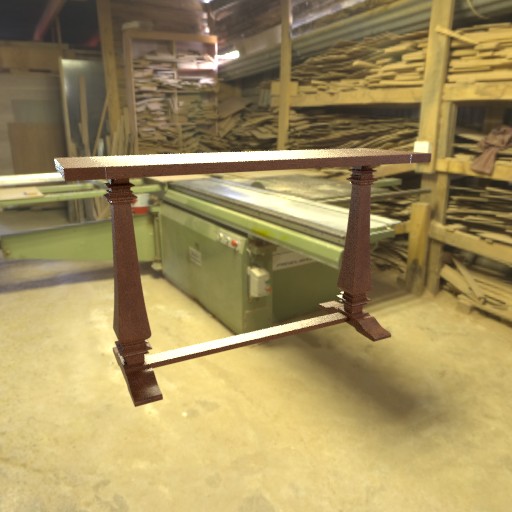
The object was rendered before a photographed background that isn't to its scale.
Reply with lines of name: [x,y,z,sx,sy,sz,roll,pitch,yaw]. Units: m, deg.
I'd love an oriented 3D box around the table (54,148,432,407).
table: [0.000,0.000,1.920,1.478,0.852,0.461,-8,19,-26]
